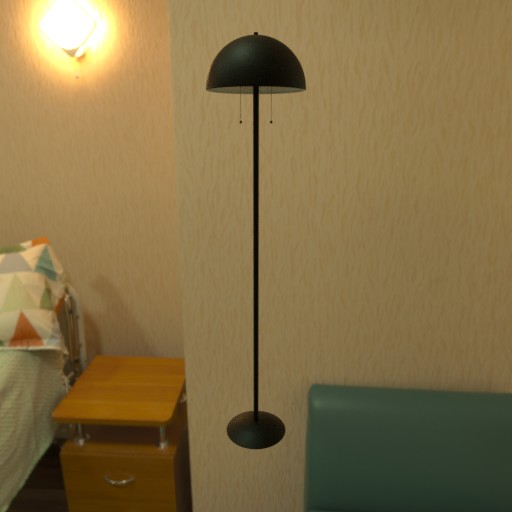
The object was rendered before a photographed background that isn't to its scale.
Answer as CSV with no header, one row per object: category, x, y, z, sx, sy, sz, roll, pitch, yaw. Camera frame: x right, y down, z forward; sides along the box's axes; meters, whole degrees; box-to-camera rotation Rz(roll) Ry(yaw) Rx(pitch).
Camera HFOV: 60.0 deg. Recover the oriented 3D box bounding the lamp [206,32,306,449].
lamp,0.000,0.000,1.615,0.328,1.480,0.328,-8,18,-25
